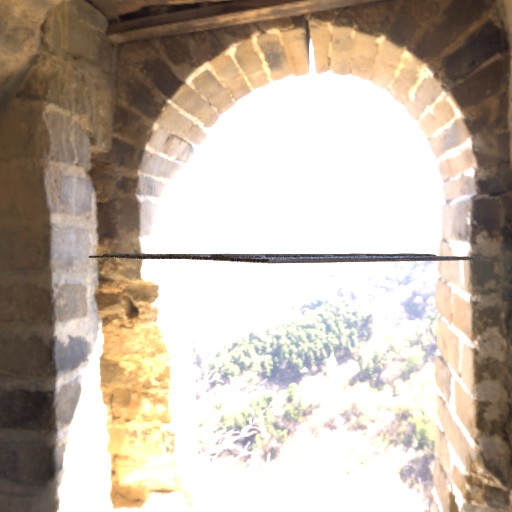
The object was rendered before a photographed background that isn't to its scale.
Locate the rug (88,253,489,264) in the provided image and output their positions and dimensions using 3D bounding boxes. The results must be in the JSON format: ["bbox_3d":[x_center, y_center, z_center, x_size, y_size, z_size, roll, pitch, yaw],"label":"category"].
[{"bbox_3d":[0.000,0.000,2.330,1.222,0.030,1.823,0,0,-36],"label":"rug"}]
